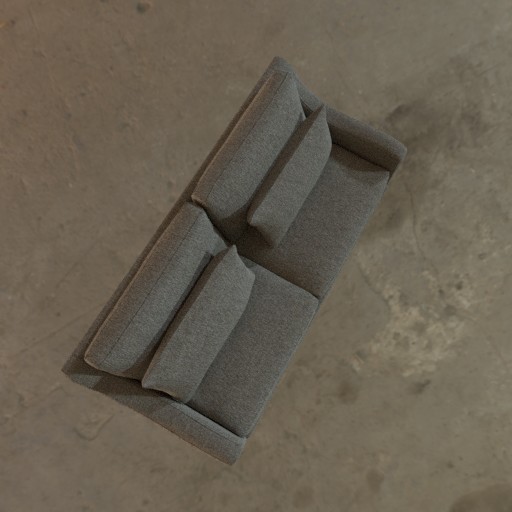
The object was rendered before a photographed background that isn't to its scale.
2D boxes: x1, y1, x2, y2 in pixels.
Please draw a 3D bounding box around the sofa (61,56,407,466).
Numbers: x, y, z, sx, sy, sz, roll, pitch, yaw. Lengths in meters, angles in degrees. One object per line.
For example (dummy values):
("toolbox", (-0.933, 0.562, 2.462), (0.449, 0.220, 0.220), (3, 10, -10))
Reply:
("sofa", (0.000, 0.000, 2.949), (1.103, 0.998, 2.418), (30, 76, 8))
